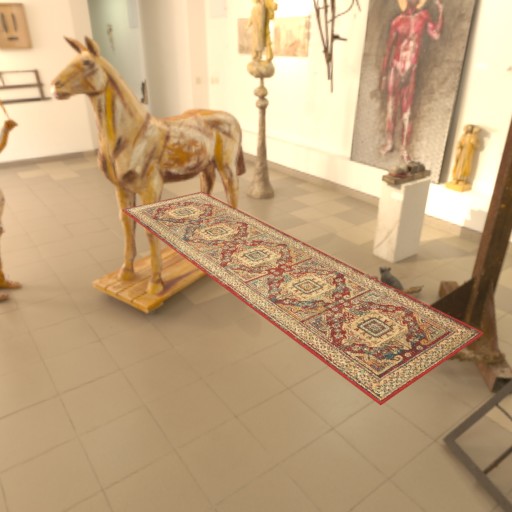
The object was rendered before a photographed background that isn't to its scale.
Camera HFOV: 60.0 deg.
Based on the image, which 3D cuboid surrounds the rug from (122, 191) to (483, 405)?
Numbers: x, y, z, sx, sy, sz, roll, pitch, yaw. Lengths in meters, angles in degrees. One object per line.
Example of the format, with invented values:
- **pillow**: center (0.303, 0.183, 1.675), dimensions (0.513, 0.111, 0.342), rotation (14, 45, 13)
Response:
- **rug**: center (0.000, 0.000, 2.493), dimensions (0.659, 0.015, 2.292), rotation (-19, 32, -32)
